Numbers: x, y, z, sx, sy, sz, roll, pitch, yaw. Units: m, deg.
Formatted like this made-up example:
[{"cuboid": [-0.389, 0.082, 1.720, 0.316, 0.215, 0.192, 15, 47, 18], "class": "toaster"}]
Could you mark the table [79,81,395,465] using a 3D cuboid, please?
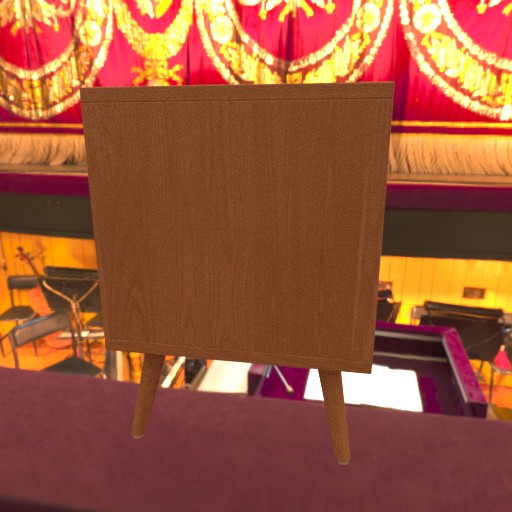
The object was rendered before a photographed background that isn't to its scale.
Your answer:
[{"cuboid": [0.000, 0.000, 0.811, 0.400, 0.550, 0.400, 3, 16, 10], "class": "table"}]
